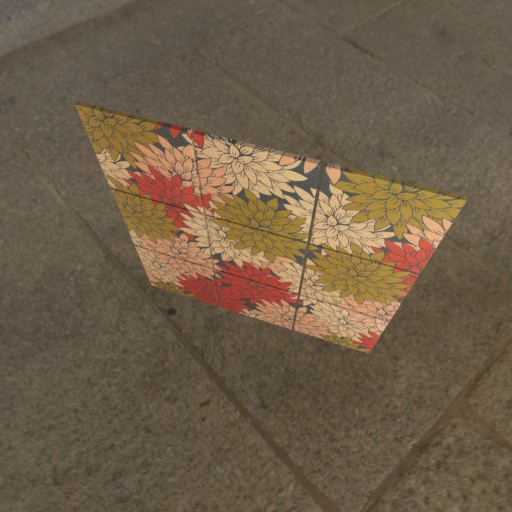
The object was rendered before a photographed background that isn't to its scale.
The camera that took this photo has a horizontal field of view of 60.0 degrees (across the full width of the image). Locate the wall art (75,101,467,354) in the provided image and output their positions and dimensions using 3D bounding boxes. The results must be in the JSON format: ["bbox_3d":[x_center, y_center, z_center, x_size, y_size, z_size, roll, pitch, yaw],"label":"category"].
[{"bbox_3d":[0.000,0.000,1.365,0.904,0.913,0.013,16,60,10],"label":"wall art"}]
